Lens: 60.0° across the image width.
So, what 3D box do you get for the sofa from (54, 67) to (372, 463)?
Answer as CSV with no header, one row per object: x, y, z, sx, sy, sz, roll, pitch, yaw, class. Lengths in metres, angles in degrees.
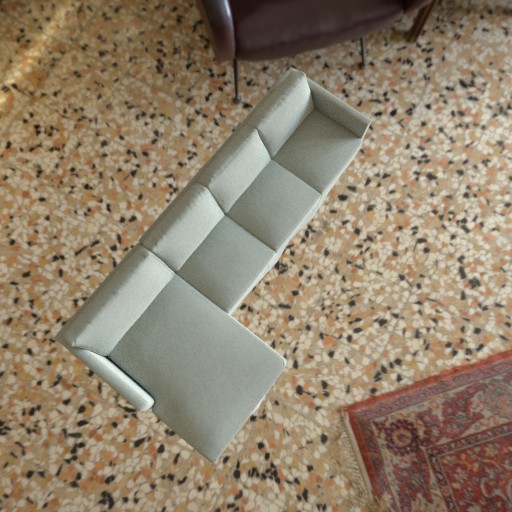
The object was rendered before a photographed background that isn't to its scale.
0.000,0.000,3.969,1.650,0.922,3.205,37,78,9,sofa
